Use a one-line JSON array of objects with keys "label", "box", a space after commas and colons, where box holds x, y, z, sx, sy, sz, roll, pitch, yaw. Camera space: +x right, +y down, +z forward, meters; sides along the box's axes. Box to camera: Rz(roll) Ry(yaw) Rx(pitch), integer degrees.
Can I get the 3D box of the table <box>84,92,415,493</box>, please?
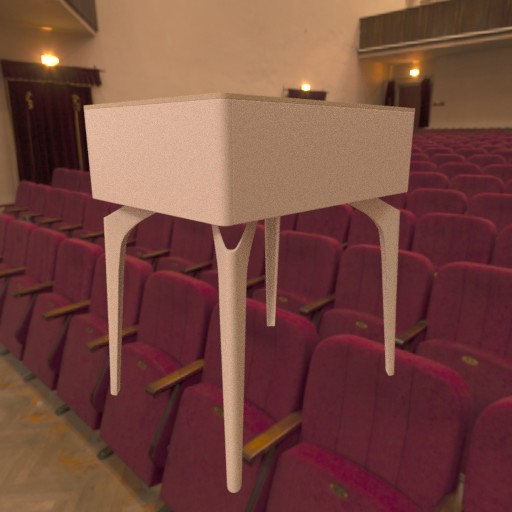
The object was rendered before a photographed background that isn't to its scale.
[{"label": "table", "box": [0.000, 0.000, 0.896, 0.400, 0.570, 0.500, 15, 21, 43]}]
